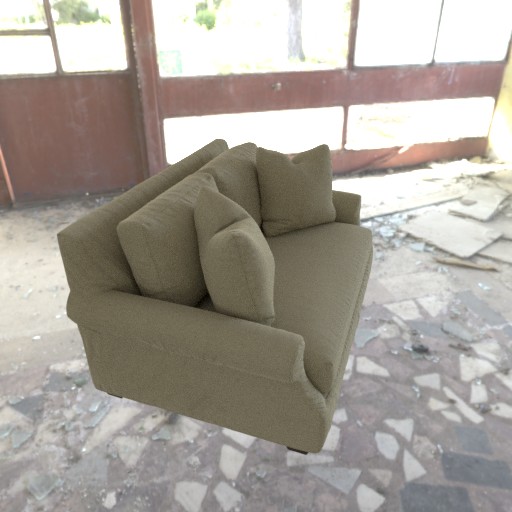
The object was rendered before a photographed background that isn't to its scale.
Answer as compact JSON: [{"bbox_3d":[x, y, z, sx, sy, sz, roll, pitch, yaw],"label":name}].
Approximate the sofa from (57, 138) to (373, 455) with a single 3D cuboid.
[{"bbox_3d":[0.000,0.000,2.211,1.070,0.905,1.550,10,31,17],"label":"sofa"}]
